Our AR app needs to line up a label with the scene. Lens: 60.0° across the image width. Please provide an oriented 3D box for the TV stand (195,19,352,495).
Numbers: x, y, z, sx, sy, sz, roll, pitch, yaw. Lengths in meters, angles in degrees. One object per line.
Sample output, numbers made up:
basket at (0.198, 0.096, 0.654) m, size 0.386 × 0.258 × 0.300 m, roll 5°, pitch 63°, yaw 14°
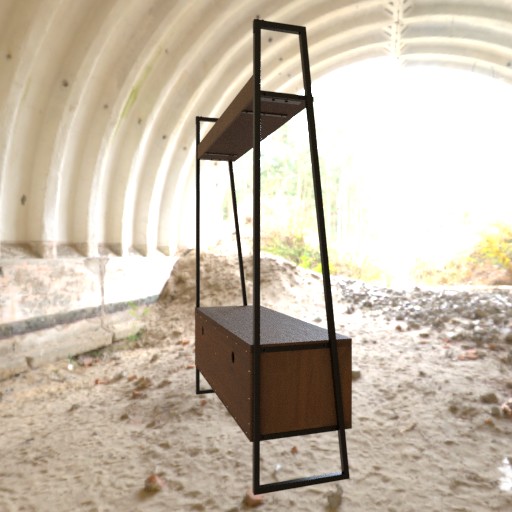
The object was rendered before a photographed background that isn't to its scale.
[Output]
TV stand at (0.000, 0.000, 2.301) m, size 0.432 × 1.772 × 1.250 m, roll 0°, pitch 0°, yaw -18°
